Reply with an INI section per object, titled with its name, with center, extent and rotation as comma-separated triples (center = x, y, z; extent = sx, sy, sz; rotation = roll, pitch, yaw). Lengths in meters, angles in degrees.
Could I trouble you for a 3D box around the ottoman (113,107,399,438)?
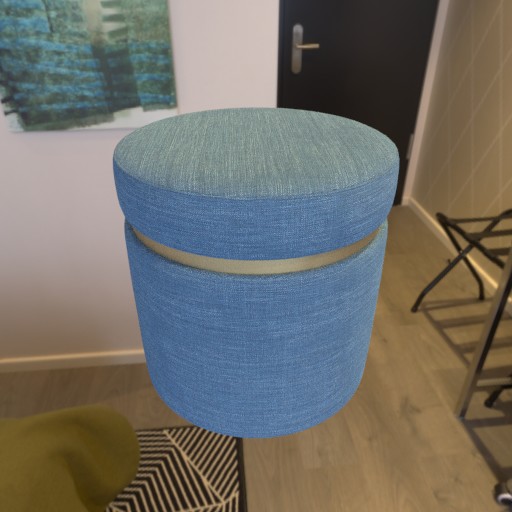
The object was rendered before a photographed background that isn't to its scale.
[ottoman]
center = 0.000, 0.000, 0.723
extent = 0.398, 0.406, 0.398
rotation = 0, 31, 0
